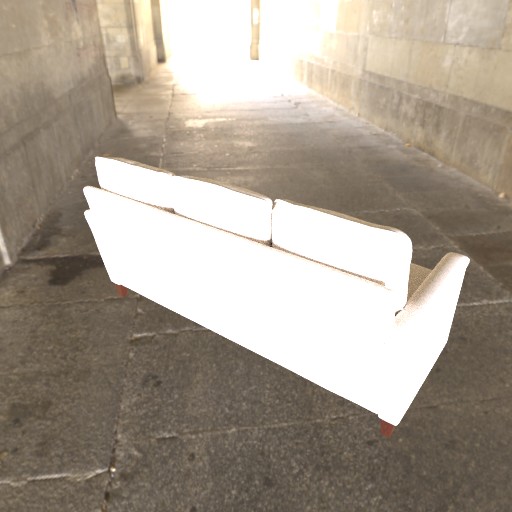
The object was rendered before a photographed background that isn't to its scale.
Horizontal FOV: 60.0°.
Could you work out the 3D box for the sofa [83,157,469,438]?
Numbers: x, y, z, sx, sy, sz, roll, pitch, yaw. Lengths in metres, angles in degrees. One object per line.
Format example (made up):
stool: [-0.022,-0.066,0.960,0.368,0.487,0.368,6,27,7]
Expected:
sofa: [0.000,0.000,2.368,1.925,0.961,0.828,20,34,32]
